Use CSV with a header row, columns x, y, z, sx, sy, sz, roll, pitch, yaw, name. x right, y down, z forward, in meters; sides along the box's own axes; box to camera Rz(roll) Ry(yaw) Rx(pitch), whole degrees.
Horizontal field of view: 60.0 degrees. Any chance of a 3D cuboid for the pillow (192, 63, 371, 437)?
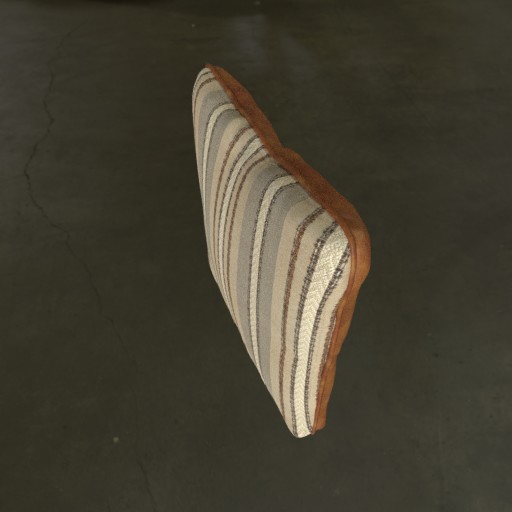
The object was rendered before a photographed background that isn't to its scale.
x,y,z,sx,sy,sz,roll,pitch,yaw,name
0.000,0.000,0.757,0.130,0.490,0.489,-17,48,-16,pillow
